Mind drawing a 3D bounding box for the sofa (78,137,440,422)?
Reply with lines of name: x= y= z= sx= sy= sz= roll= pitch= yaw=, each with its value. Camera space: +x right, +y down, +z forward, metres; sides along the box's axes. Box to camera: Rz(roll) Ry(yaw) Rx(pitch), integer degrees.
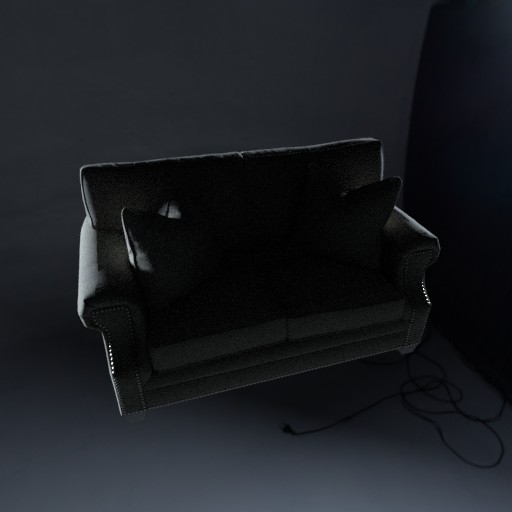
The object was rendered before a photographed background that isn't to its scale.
sofa: x=0.000 y=0.000 z=2.296 sx=1.701 sy=0.966 sz=0.966 roll=-9 pitch=32 yaw=-15
